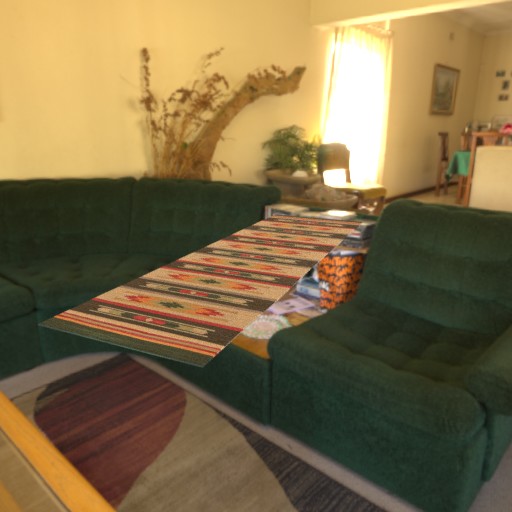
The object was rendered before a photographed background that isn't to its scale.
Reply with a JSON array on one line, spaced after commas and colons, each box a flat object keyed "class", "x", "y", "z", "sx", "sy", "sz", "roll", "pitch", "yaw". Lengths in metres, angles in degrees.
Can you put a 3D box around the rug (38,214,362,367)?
[{"class": "rug", "x": 0.000, "y": 0.000, "z": 2.642, "sx": 0.760, "sy": 0.009, "sz": 2.440, "roll": 7, "pitch": 18, "yaw": 24}]
